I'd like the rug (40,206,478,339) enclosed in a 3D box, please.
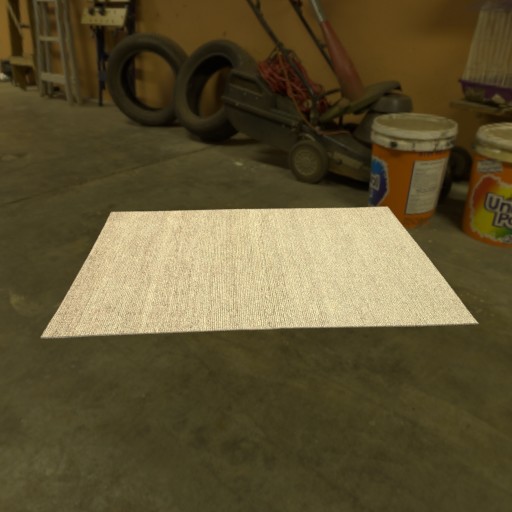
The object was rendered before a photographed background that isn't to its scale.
[{"bbox_3d":[0.000,0.000,3.039,2.342,0.030,1.609,-1,29,-2],"label":"rug"}]
